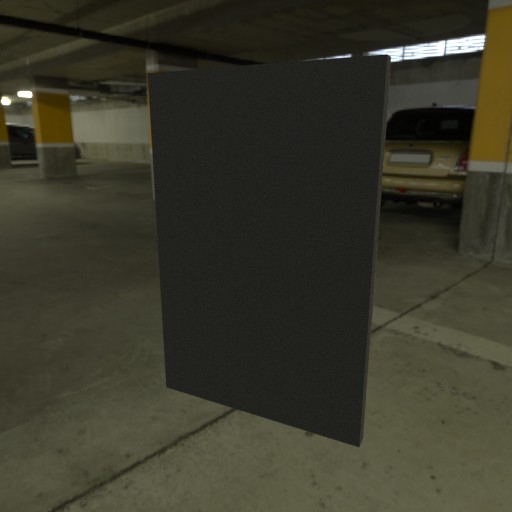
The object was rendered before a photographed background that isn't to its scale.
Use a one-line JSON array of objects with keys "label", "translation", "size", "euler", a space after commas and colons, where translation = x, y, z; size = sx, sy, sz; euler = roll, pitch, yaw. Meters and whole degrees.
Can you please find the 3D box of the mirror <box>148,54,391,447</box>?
[{"label": "mirror", "translation": [0.000, 0.000, 1.147], "size": [0.606, 0.912, 0.044], "euler": [8, 17, 26]}]
